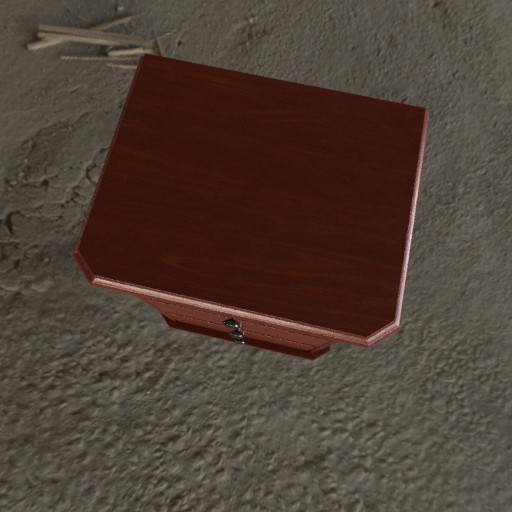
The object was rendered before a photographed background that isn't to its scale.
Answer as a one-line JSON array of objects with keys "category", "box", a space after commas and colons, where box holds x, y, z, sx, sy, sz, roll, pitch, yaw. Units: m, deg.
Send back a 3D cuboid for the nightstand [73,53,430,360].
[{"category": "nightstand", "box": [0.000, 0.000, 0.921, 0.435, 0.681, 0.351, 12, 76, 3]}]
